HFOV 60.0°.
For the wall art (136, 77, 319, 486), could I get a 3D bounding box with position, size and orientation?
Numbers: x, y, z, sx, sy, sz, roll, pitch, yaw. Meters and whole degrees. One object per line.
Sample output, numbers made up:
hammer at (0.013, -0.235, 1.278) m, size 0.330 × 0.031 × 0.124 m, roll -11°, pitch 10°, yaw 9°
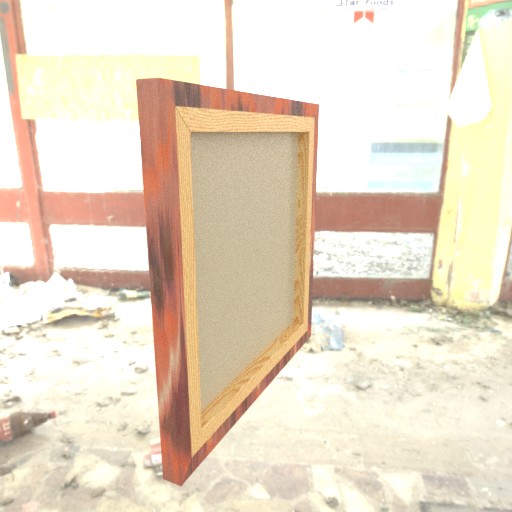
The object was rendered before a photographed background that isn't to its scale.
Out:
wall art at (0.000, 0.000, 0.890) m, size 0.037 × 0.609 × 0.603 m, roll 8°, pitch 17°, yaw 26°
